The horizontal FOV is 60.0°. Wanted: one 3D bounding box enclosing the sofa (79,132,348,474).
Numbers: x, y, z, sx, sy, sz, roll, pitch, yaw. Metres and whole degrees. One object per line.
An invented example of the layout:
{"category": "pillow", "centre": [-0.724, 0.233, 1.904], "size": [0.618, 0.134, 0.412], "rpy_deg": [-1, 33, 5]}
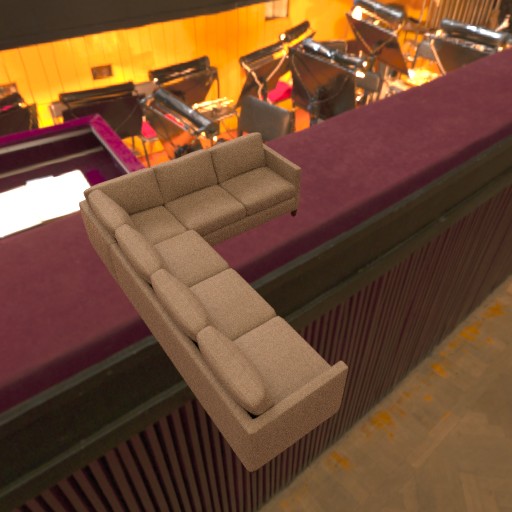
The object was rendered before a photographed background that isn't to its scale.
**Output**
{"category": "sofa", "centre": [0.000, 0.000, 4.587], "size": [2.522, 0.934, 3.333], "rpy_deg": [-26, 48, -26]}
